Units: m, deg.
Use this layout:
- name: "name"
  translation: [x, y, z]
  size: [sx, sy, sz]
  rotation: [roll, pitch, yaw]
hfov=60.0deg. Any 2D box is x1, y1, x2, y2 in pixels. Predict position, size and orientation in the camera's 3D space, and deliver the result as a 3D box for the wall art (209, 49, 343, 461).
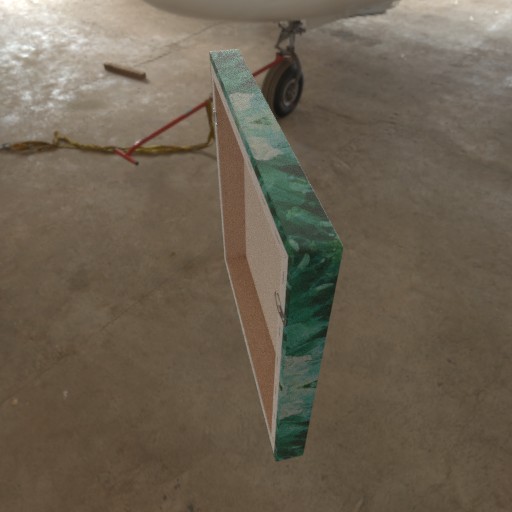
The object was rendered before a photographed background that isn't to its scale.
- name: "wall art"
  translation: [0.000, 0.000, 0.472]
  size: [0.033, 0.313, 0.313]
  rotation: [-9, 46, -9]
